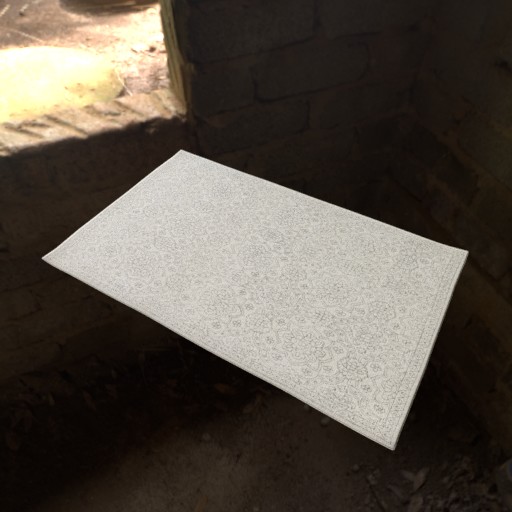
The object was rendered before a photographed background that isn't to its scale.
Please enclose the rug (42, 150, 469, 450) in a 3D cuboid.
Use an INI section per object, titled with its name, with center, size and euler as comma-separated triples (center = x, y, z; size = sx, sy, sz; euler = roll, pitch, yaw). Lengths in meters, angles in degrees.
[rug]
center = 0.000, 0.000, 2.374
size = 1.947, 0.023, 1.214
euler = 24, 51, 21
